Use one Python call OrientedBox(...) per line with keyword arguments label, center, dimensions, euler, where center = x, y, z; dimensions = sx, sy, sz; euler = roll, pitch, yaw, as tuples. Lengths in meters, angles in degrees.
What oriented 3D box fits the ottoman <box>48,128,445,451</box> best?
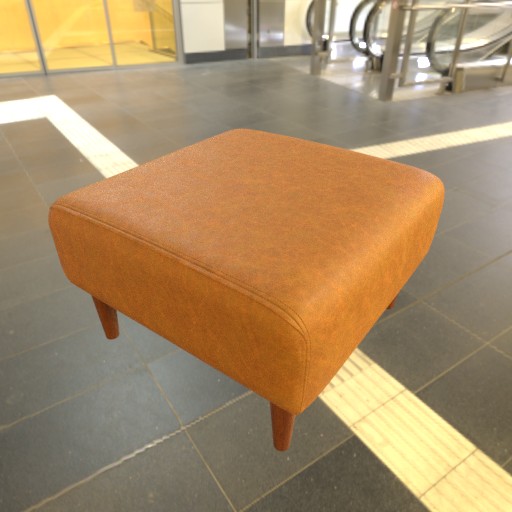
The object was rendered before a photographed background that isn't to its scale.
OrientedBox(label="ottoman", center=(0.000, 0.000, 1.046), dimensions=(0.650, 0.399, 0.650), euler=(22, 39, 30))
